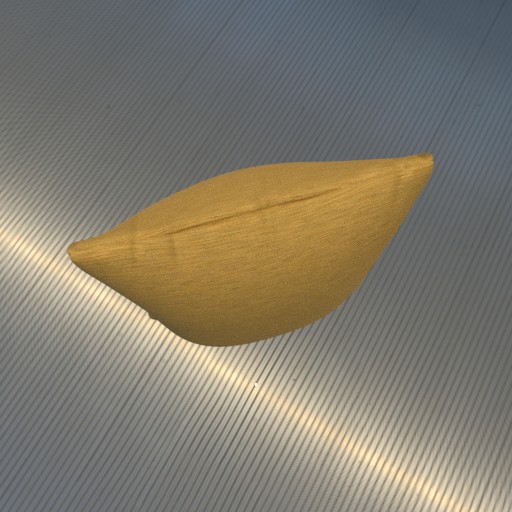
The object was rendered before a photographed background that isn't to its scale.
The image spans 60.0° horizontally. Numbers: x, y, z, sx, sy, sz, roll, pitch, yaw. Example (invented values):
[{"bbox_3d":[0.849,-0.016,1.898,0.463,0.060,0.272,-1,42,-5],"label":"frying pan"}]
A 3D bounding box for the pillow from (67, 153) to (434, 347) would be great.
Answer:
[{"bbox_3d":[0.000,0.000,0.692,0.435,0.417,0.247,-15,74,-4],"label":"pillow"}]
